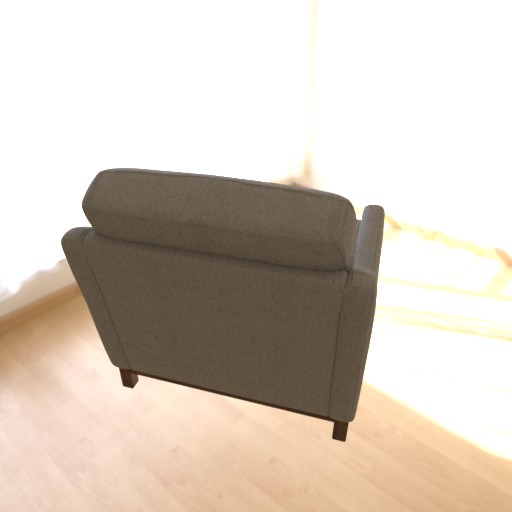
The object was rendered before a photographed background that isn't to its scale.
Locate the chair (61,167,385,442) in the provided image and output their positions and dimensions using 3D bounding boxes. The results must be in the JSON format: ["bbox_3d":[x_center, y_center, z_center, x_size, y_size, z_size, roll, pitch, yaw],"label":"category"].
[{"bbox_3d":[0.000,0.000,1.524,0.826,0.821,0.892,9,32,14],"label":"chair"}]
